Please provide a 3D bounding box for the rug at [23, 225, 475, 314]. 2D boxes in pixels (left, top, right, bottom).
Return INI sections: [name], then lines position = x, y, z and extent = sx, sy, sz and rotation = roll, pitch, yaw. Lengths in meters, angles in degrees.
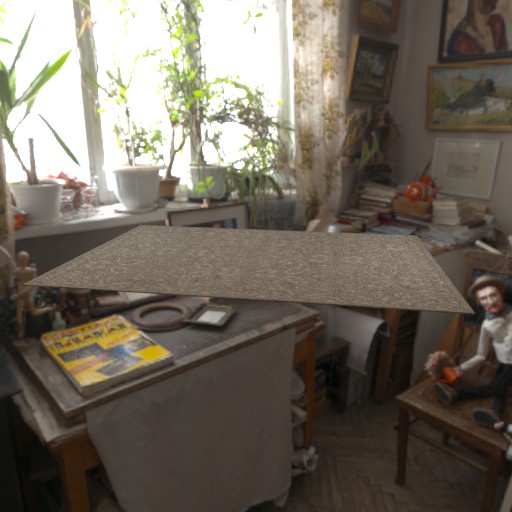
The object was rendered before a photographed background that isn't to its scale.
[rug]
position = 0.000, 0.000, 2.339
extent = 1.827, 0.006, 1.221
rotation = 3, 16, 9
